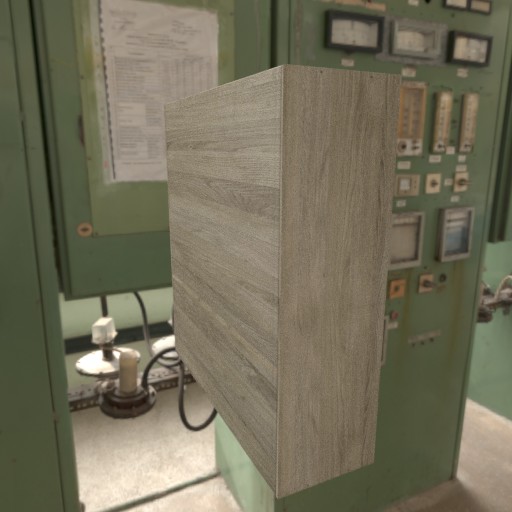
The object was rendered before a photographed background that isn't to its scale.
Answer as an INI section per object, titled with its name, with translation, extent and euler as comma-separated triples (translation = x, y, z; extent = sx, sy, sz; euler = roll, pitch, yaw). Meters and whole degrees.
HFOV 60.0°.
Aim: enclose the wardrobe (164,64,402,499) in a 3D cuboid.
[wardrobe]
translation = 0.000, 0.000, 2.816
extent = 0.629, 1.960, 1.780
euler = -7, 15, -25
